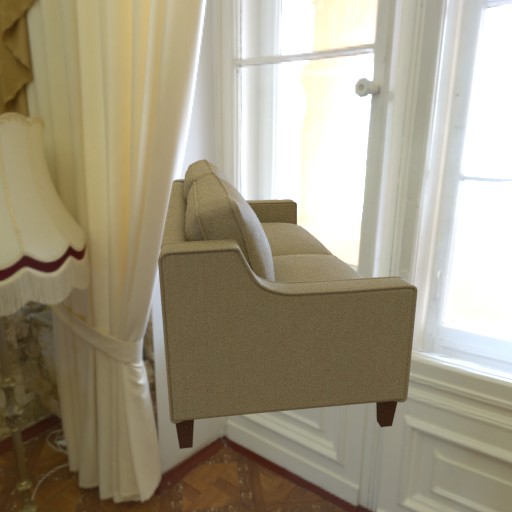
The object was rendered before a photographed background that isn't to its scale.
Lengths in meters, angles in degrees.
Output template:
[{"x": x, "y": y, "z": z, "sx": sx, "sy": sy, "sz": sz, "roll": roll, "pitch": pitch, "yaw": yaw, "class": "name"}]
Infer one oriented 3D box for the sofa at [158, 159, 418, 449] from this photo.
[{"x": 0.000, "y": 0.000, "z": 2.818, "sx": 1.066, "sy": 1.071, "sz": 2.178, "roll": -3, "pitch": 17, "yaw": -9, "class": "sofa"}]
